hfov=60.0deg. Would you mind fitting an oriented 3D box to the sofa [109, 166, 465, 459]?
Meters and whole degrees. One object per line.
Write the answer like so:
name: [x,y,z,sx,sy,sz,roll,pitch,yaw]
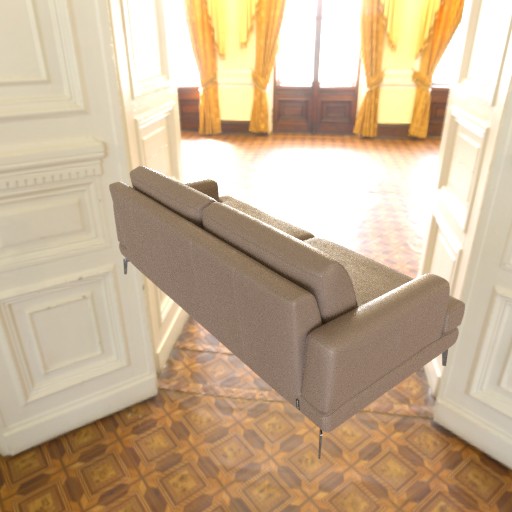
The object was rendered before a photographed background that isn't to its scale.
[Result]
sofa: [0.000,0.000,2.438,0.974,0.765,1.940,-19,32,-33]
